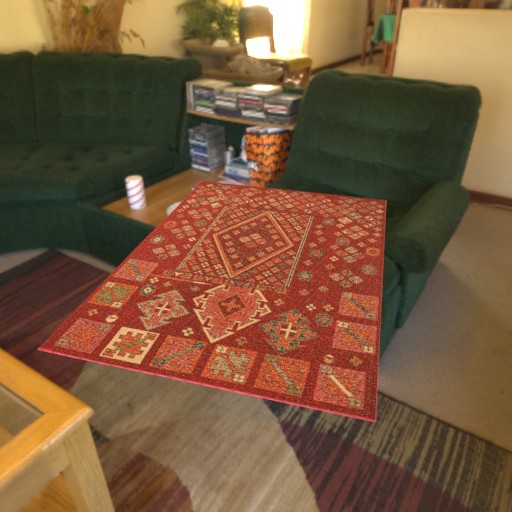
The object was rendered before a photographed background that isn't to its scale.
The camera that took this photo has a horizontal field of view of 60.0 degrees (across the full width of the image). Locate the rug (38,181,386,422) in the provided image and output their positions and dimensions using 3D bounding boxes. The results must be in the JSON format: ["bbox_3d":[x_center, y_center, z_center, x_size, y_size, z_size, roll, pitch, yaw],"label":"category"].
[{"bbox_3d":[0.000,0.000,4.292,2.389,0.011,3.306,8,33,13],"label":"rug"}]
